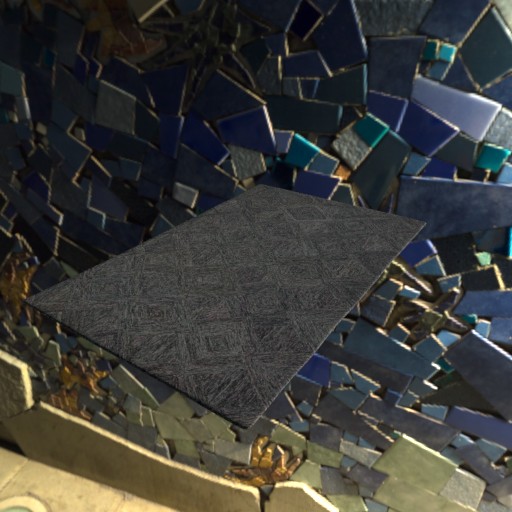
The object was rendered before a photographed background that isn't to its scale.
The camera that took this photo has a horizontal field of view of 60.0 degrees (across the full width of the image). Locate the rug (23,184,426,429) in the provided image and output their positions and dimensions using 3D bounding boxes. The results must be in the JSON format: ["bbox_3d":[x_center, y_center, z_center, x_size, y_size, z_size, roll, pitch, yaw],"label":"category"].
[{"bbox_3d":[0.000,0.000,2.180,1.158,0.013,1.752,18,34,30],"label":"rug"}]
